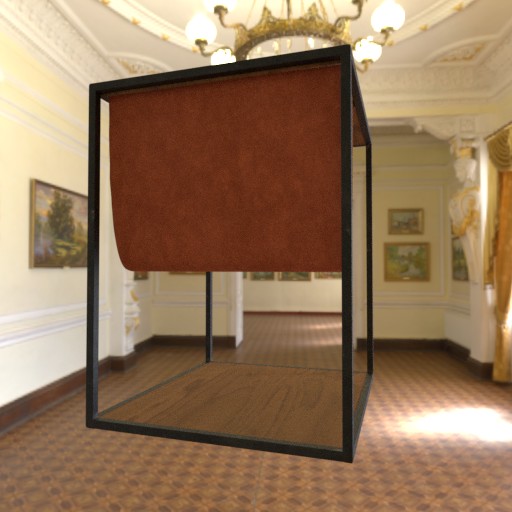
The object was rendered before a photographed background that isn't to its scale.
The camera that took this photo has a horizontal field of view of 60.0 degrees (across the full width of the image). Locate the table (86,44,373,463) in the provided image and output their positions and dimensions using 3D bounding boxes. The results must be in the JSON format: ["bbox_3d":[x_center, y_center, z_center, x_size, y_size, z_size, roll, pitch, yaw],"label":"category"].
[{"bbox_3d":[0.000,0.000,0.833,0.399,0.536,0.450,0,-2,18],"label":"table"}]
